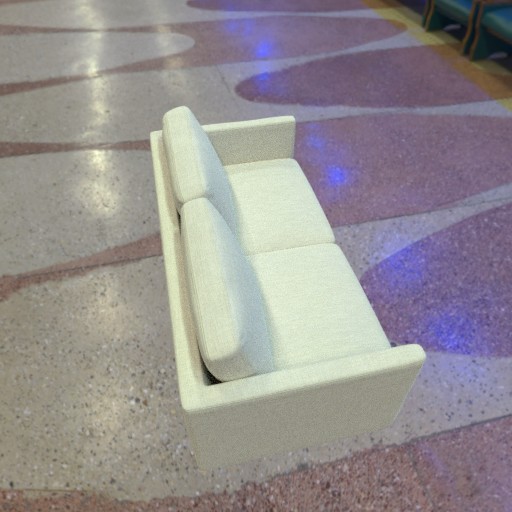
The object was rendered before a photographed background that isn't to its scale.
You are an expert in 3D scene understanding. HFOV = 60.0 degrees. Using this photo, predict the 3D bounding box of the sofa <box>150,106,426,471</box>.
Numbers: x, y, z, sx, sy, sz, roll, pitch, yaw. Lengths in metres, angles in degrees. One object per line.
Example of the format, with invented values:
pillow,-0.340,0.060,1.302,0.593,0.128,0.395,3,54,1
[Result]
sofa,0.000,0.000,2.384,0.950,0.963,1.838,-9,47,-9
